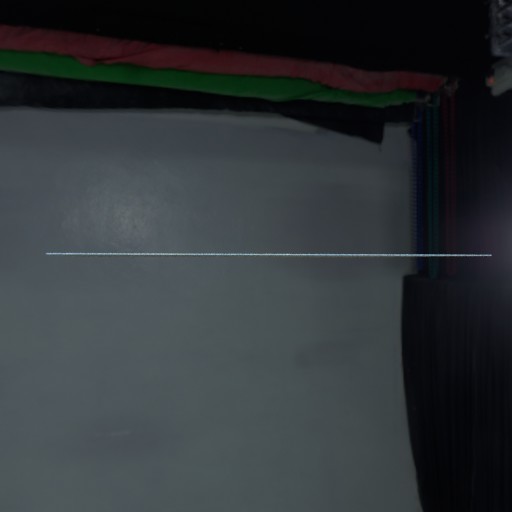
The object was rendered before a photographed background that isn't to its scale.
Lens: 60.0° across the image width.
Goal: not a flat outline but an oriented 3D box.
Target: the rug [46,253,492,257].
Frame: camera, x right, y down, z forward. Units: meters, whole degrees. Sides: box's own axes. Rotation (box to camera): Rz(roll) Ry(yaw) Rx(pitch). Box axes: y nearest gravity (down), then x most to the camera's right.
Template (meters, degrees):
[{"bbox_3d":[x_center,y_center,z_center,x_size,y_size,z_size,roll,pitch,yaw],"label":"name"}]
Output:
[{"bbox_3d":[0.000,0.000,3.665,2.895,0.006,1.982,0,0,-18],"label":"rug"}]
